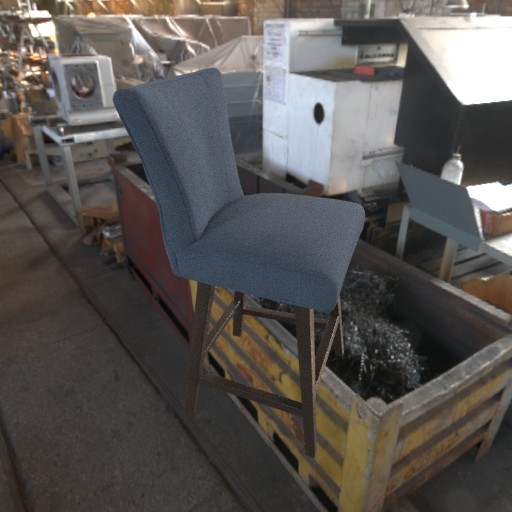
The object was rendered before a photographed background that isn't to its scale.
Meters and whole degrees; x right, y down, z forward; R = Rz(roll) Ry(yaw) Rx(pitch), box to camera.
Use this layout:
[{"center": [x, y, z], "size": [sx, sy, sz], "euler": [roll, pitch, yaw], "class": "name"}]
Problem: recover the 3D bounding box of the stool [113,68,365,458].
[{"center": [0.000, 0.000, 1.343], "size": [0.574, 1.000, 0.514], "euler": [10, 30, 17], "class": "stool"}]
